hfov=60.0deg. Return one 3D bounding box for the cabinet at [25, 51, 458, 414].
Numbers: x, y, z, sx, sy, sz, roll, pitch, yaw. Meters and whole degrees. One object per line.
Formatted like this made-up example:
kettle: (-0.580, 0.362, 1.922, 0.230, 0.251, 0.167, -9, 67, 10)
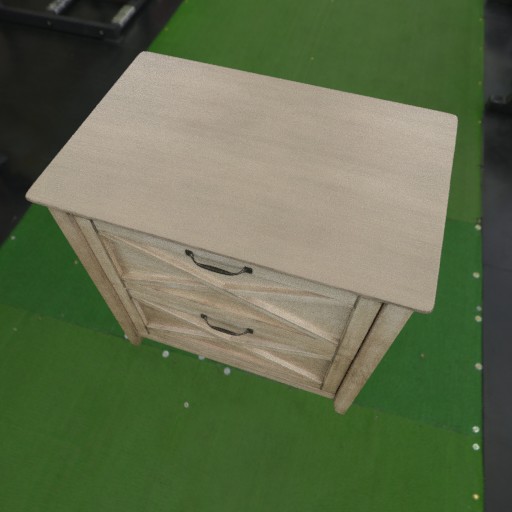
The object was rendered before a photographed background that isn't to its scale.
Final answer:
cabinet: (0.000, 0.000, 1.218, 0.763, 0.762, 0.503, 16, 58, 10)
